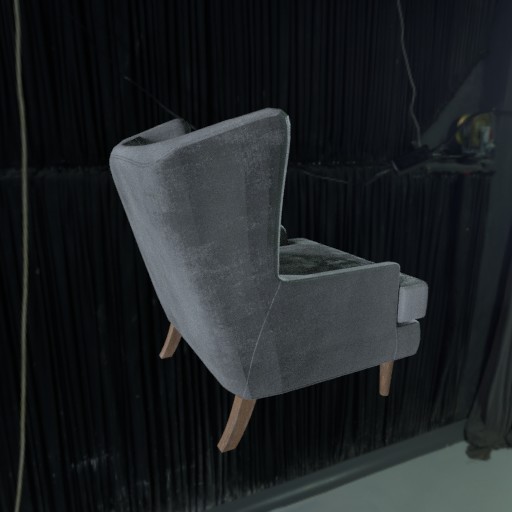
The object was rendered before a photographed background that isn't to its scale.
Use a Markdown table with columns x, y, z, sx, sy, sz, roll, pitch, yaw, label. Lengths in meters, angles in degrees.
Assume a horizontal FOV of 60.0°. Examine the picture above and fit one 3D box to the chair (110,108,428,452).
| x | y | z | sx | sy | sz | roll | pitch | yaw | label |
| --- | --- | --- | --- | --- | --- | --- | --- | --- | --- |
| 0.000 | 0.000 | 1.571 | 0.906 | 0.950 | 0.784 | -8 | 17 | -26 | chair |
